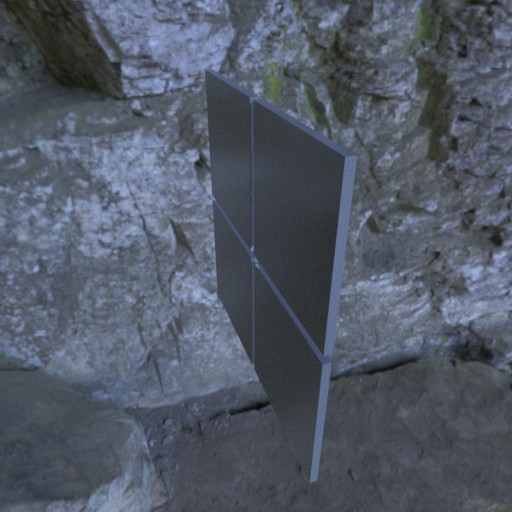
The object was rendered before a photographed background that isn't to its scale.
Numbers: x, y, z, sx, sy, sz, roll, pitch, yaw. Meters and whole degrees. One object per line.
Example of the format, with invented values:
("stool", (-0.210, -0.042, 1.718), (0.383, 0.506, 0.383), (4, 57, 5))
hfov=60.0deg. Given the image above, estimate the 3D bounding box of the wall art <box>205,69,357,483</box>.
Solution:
("wall art", (0.000, 0.000, 1.631), (0.029, 1.118, 1.118), (-11, 33, -17))
